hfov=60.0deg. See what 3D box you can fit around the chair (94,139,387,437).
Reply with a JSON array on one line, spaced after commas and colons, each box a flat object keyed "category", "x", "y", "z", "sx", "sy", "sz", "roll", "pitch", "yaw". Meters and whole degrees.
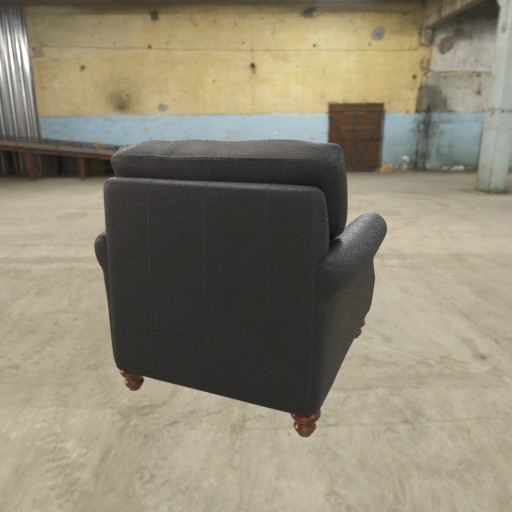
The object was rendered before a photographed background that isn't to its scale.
[{"category": "chair", "x": 0.000, "y": 0.000, "z": 1.864, "sx": 1.015, "sy": 0.960, "sz": 1.027, "roll": 8, "pitch": 18, "yaw": 27}]
